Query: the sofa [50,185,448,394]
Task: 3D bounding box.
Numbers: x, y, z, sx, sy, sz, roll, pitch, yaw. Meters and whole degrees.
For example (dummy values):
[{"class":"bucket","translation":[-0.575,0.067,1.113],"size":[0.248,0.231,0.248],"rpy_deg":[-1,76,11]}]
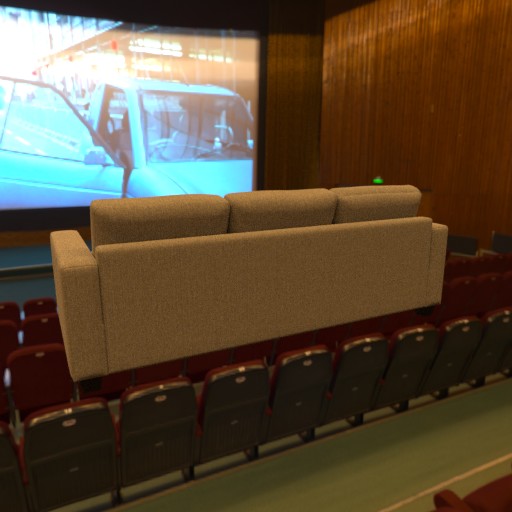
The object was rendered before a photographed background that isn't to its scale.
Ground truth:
[{"class":"sofa","translation":[0.000,0.000,2.568],"size":[2.120,0.800,0.900],"rpy_deg":[-7,15,-26]}]
